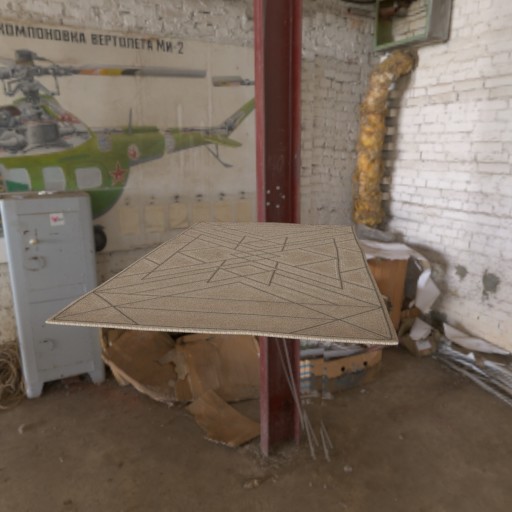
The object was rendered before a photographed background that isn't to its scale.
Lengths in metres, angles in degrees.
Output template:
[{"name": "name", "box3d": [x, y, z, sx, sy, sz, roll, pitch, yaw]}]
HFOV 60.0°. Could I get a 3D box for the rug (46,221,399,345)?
[{"name": "rug", "box3d": [0.000, 0.000, 1.037, 0.511, 0.008, 0.869, 2, 15, 8]}]
